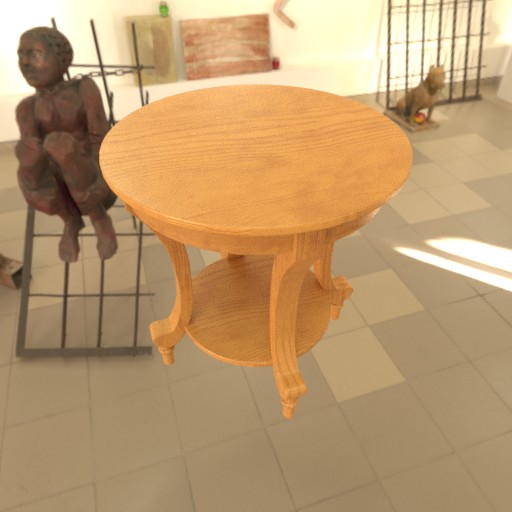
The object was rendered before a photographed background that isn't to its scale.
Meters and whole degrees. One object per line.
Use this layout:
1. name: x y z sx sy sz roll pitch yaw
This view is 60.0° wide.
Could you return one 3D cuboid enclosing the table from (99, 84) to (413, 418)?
1. table: 0.000 0.000 1.068 0.597 0.612 0.597 0 40 0
